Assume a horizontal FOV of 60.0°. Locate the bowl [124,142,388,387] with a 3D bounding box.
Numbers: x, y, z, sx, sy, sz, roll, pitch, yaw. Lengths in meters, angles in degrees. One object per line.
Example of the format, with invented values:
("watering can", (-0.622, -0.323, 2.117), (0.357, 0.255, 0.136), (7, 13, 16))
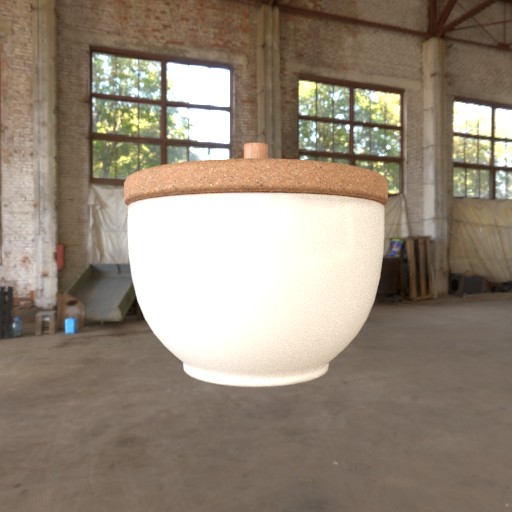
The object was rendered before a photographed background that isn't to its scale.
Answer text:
("bowl", (0.000, 0.000, 0.222), (0.126, 0.110, 0.126), (0, 1, 0))
